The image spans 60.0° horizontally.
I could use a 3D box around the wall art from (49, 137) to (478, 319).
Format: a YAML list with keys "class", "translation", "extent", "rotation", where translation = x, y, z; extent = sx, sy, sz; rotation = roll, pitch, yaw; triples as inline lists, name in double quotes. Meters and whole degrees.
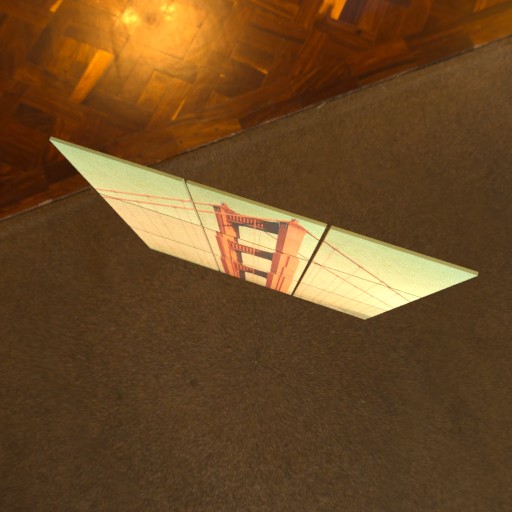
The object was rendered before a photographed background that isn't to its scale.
- class: "wall art"
  translation: [0.000, 0.000, 2.232]
  extent: [1.517, 1.523, 0.013]
  rotation: [18, 77, 4]
